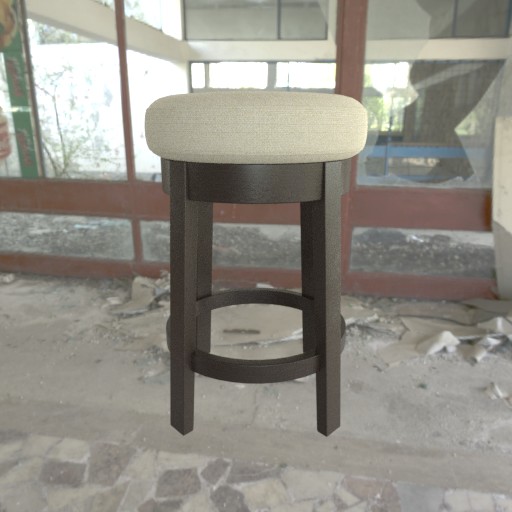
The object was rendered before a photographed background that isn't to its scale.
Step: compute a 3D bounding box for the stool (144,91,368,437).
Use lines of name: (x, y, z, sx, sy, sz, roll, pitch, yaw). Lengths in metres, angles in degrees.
stool: (0.000, 0.000, 0.955, 0.449, 0.655, 0.449, 0, 17, 0)
